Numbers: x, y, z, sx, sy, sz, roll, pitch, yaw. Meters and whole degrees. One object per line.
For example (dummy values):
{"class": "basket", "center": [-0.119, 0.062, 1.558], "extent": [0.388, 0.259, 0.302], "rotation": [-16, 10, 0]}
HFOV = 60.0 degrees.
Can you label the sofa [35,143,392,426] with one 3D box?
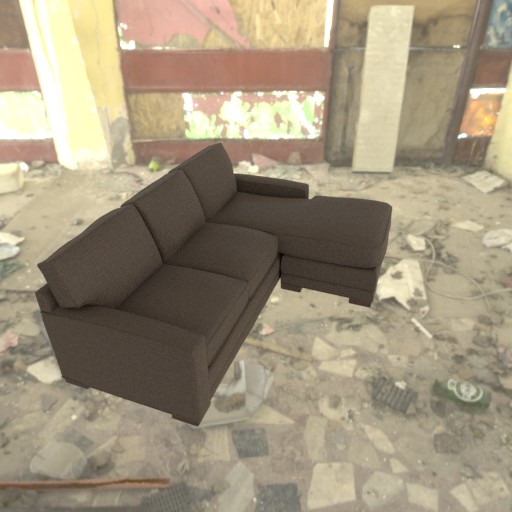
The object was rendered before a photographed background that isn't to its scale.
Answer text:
{"class": "sofa", "center": [0.000, 0.000, 3.282], "extent": [1.790, 0.973, 2.370], "rotation": [11, 34, 17]}
